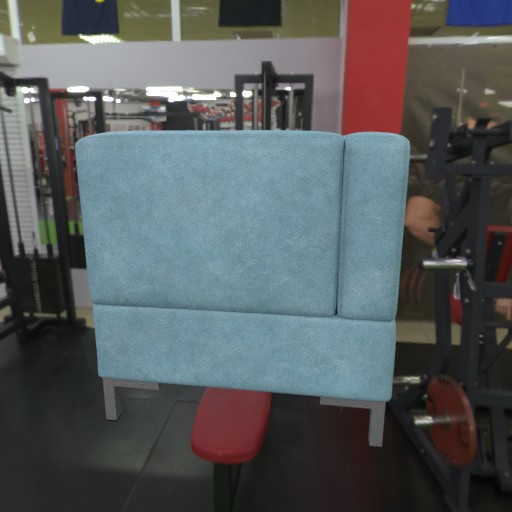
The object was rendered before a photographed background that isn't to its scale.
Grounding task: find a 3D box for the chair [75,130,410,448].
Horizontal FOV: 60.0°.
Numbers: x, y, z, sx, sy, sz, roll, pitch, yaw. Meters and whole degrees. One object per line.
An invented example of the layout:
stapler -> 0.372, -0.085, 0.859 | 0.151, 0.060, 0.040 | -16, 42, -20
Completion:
chair -> 0.000, 0.000, 1.231 | 0.684, 0.660, 0.691 | 2, 15, 9
